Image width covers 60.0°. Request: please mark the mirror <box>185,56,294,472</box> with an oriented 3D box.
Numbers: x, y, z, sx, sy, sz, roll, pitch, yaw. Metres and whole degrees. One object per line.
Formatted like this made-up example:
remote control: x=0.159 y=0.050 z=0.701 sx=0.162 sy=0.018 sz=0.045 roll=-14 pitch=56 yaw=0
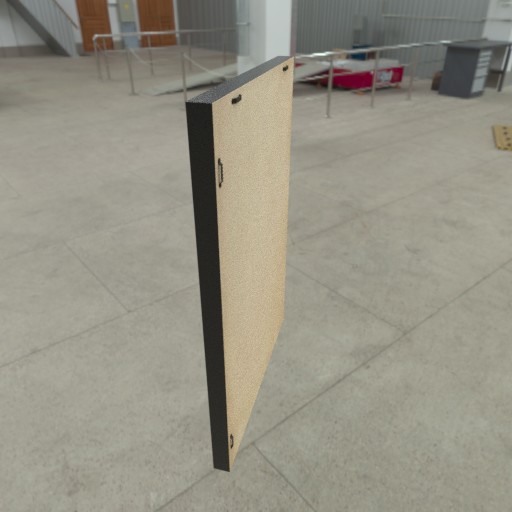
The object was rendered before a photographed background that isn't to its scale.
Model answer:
mirror: x=0.000 y=0.000 z=0.920 sx=0.040 sy=0.710 sz=0.507 roll=8 pitch=31 yaw=13
